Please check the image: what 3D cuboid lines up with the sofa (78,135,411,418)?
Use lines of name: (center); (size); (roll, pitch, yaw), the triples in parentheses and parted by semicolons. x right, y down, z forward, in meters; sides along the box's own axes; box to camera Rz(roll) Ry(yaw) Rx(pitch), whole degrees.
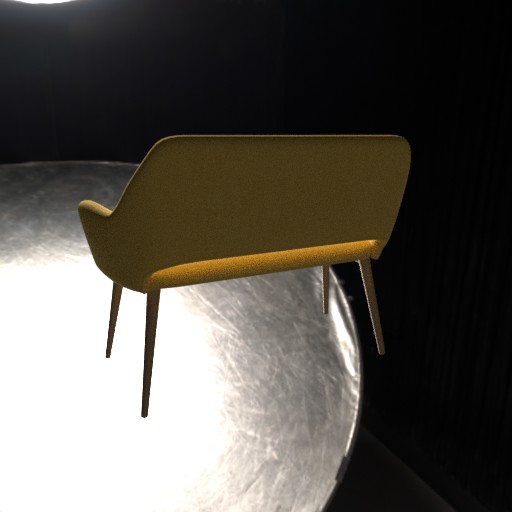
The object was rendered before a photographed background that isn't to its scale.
sofa: (0.000, 0.000, 1.596); (1.150, 0.840, 0.610); (-7, 17, -25)
